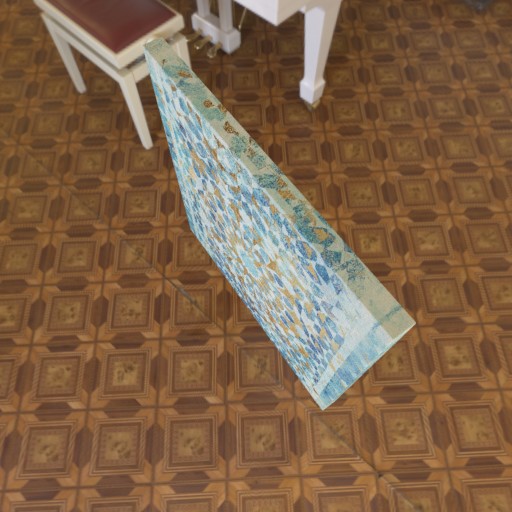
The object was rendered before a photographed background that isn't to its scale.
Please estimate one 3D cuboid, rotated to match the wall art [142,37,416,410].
[{"bbox_3d":[0.000,0.000,0.901,0.040,0.609,0.609,-32,68,-15],"label":"wall art"}]
